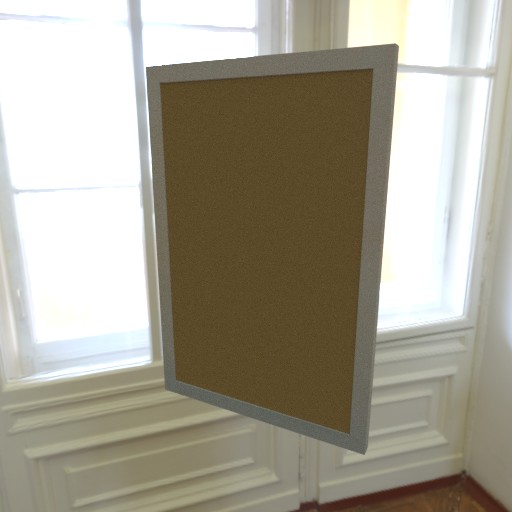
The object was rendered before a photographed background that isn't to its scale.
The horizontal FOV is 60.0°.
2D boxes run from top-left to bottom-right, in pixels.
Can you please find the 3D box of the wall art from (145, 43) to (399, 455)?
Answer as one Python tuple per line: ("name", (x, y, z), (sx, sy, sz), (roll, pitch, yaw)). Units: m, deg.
("wall art", (0.000, 0.000, 1.380), (0.764, 1.143, 0.038), (8, 17, 27))
